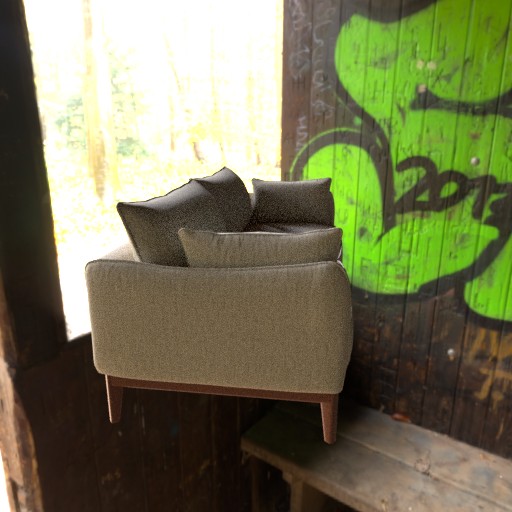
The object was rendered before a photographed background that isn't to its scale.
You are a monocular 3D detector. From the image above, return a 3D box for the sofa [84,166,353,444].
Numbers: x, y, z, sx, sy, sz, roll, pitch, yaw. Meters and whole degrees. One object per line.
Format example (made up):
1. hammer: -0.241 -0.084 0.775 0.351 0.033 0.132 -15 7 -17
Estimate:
1. sofa: 0.000 0.000 2.471 0.991 0.860 1.989 2 16 8
